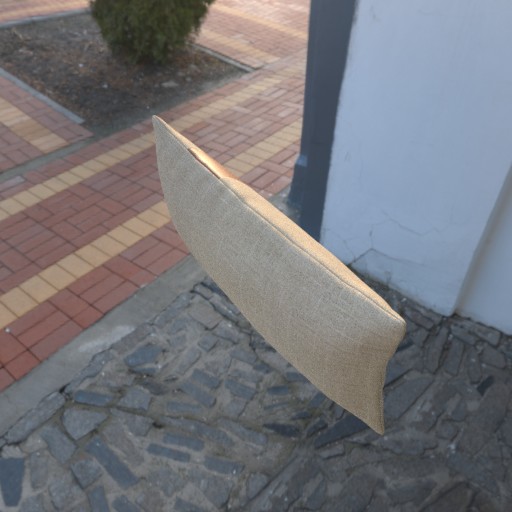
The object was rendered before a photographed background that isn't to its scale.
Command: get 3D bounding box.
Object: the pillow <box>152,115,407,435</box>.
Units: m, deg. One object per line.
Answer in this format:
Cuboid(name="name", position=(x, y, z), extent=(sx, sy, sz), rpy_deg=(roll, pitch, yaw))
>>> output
Cuboid(name="pillow", position=(0.000, 0.000, 0.742), extent=(0.155, 0.282, 0.612), rpy_deg=(-24, 47, -25))
